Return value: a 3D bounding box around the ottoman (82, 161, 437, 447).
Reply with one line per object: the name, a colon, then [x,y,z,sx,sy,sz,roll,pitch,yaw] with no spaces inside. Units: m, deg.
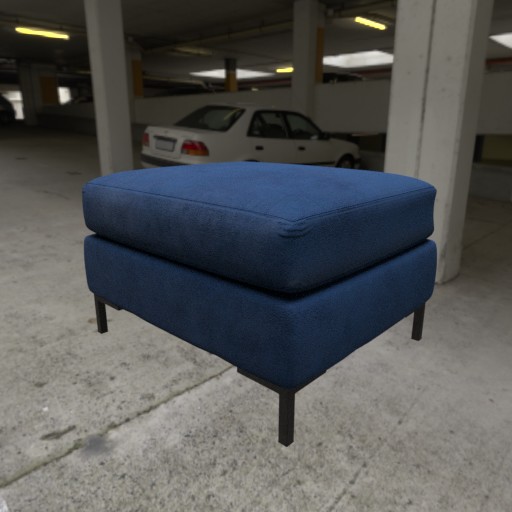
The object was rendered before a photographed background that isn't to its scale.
ottoman: [0.000,0.000,1.240,0.794,0.485,0.655,15,22,41]
